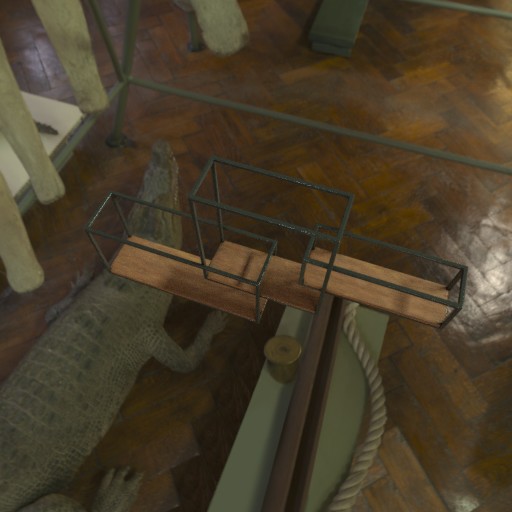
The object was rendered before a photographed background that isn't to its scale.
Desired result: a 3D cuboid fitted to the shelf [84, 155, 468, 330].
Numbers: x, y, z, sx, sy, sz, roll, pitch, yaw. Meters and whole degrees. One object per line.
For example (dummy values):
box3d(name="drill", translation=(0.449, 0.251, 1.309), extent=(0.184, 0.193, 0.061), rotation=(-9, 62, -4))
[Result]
box3d(name="shelf", translation=(0.000, 0.000, 2.151), extent=(1.781, 0.972, 0.275), rotation=(17, 60, 10))
